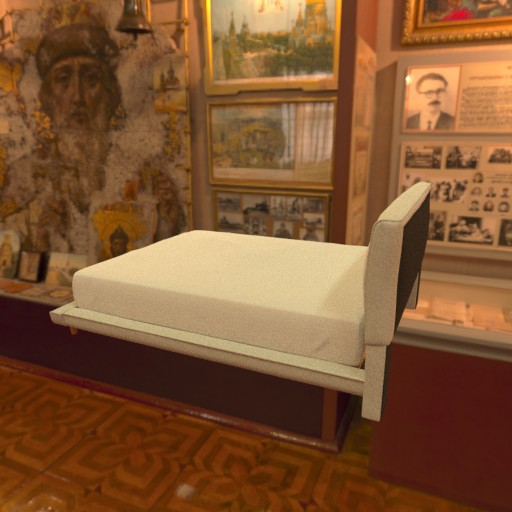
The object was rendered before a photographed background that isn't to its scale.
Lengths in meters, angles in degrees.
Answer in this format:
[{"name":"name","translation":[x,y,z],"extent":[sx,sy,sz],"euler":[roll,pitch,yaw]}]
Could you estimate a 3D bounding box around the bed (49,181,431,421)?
[{"name":"bed","translation":[0.000,0.000,3.581],"extent":[2.498,1.126,1.980],"euler":[7,17,24]}]
